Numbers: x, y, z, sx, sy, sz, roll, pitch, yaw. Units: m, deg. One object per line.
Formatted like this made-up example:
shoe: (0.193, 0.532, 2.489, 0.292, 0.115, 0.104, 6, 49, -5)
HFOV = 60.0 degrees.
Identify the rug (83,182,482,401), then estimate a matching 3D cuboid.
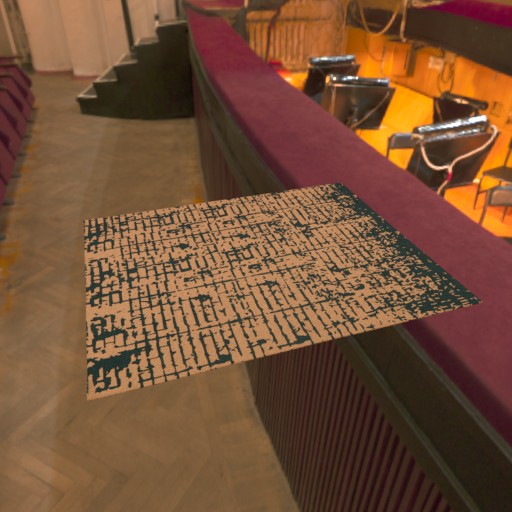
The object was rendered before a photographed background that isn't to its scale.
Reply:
rug: (0.000, 0.000, 4.099, 3.017, 0.014, 2.416, -11, 35, -15)
